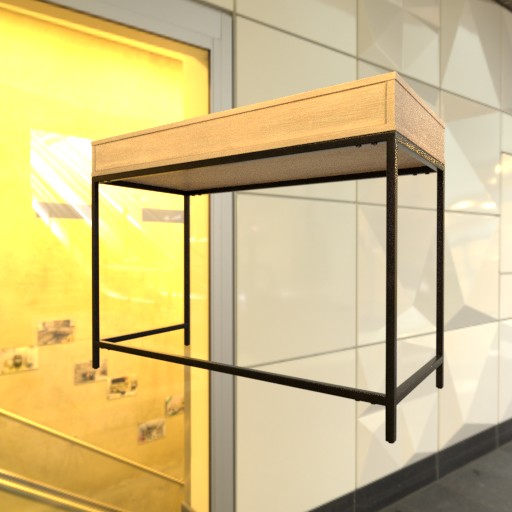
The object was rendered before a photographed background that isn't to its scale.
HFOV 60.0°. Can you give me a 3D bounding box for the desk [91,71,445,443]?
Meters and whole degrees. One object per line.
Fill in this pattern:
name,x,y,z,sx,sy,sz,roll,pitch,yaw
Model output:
desk,0.000,0.000,1.386,1.016,0.762,0.470,1,1,35
